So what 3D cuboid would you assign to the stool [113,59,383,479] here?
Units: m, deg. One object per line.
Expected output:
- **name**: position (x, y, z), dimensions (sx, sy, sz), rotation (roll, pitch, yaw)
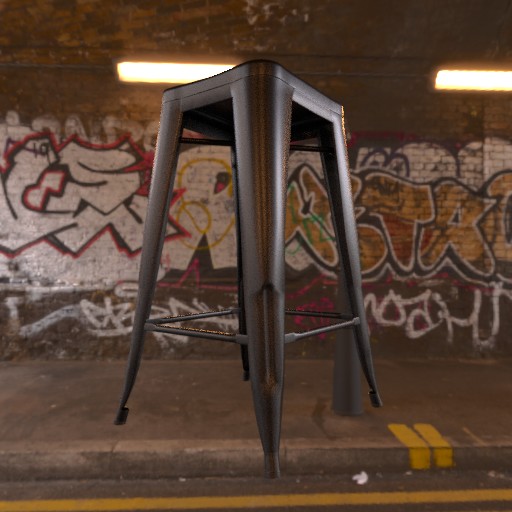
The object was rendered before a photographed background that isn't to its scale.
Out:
- **stool**: position (0.000, 0.000, 0.855), dimensions (0.359, 0.609, 0.399), rotation (-1, -1, 36)
